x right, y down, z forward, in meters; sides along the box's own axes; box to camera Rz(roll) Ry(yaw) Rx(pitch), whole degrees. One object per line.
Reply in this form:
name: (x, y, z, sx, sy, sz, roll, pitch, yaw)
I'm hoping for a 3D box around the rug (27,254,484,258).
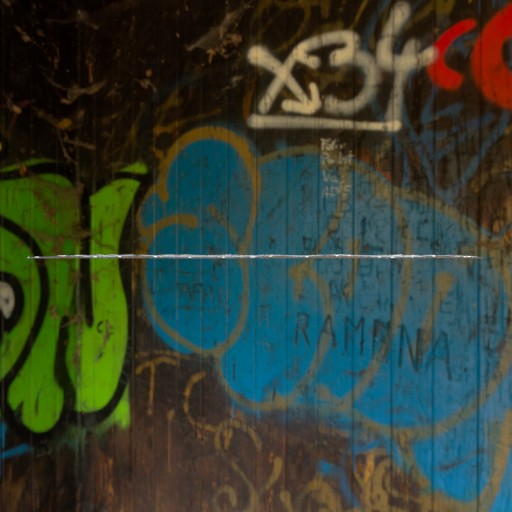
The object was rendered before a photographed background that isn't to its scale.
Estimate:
rug: (0.000, 0.000, 3.127, 2.448, 0.017, 1.529, 0, 0, 1)
